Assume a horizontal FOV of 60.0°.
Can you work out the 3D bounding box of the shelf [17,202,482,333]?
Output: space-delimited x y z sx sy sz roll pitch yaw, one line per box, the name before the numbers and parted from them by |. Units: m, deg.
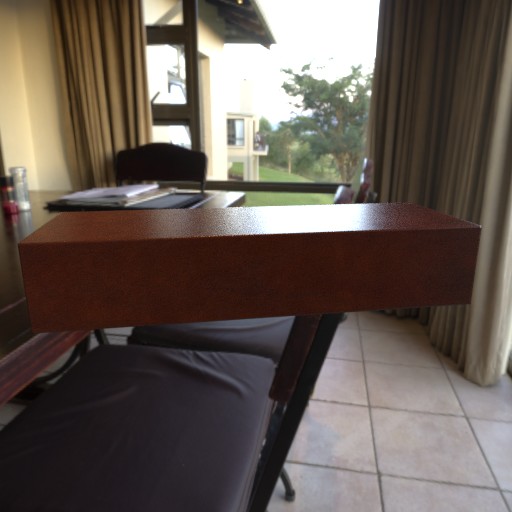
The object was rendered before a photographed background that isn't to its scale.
shelf | 0.000 0.000 0.516 0.457 0.088 0.152 -3 17 -9
